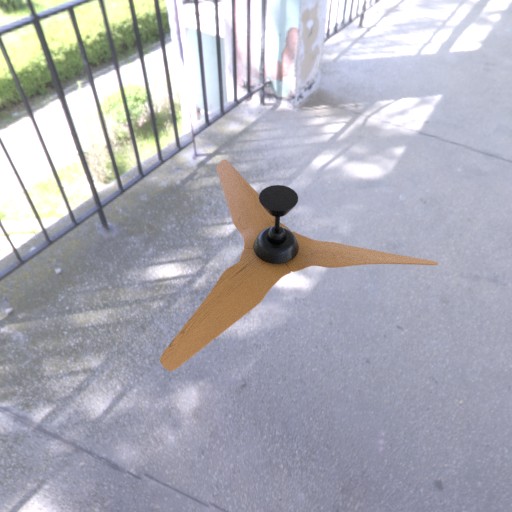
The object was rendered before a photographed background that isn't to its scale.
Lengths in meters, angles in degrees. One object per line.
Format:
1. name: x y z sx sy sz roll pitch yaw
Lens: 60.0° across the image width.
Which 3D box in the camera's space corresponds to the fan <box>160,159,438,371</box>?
1. fan: 0.000 0.000 1.667 1.142 0.355 1.010 28 54 22
